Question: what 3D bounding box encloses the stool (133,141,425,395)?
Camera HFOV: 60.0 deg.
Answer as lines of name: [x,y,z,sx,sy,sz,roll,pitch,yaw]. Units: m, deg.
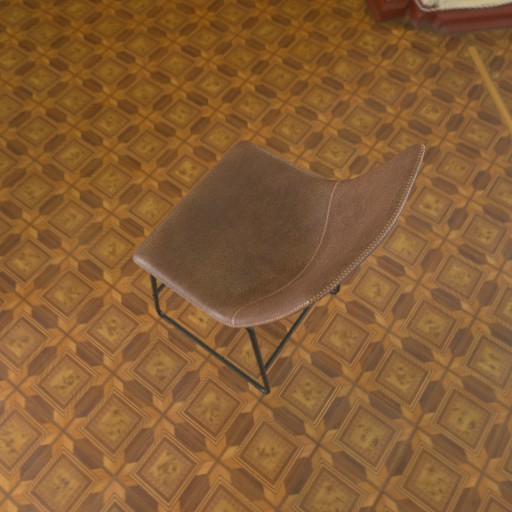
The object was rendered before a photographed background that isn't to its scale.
stool: [0.000,0.000,1.184,0.550,0.890,0.460,33,68,15]
